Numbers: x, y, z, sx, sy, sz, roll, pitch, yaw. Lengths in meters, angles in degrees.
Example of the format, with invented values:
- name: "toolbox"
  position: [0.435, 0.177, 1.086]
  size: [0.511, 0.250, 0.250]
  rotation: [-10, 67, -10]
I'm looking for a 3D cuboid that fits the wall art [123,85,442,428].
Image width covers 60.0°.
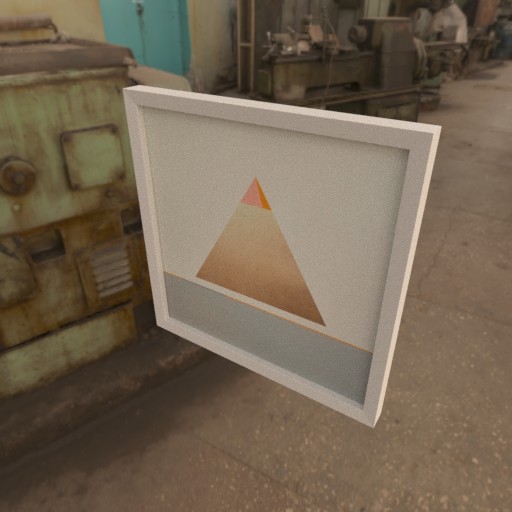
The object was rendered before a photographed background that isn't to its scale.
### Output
- name: "wall art"
  position: [0.000, 0.000, 1.949]
  size: [1.289, 1.291, 0.098]
  rotation: [18, 35, 28]
